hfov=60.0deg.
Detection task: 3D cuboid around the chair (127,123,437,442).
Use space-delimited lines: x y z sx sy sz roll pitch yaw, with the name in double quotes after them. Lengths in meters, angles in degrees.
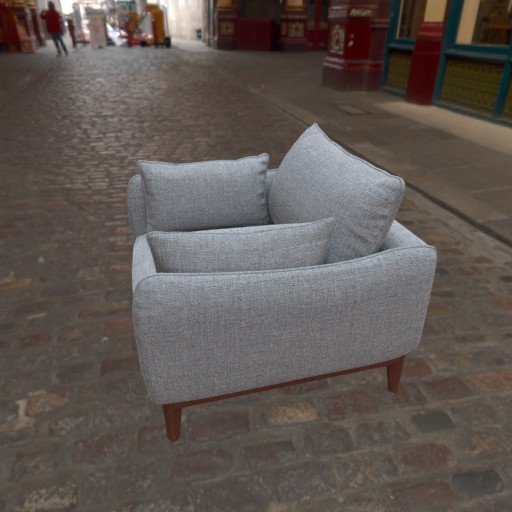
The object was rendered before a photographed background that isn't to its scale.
0.000 0.000 1.762 0.976 0.839 0.993 -7 30 -13 "chair"
